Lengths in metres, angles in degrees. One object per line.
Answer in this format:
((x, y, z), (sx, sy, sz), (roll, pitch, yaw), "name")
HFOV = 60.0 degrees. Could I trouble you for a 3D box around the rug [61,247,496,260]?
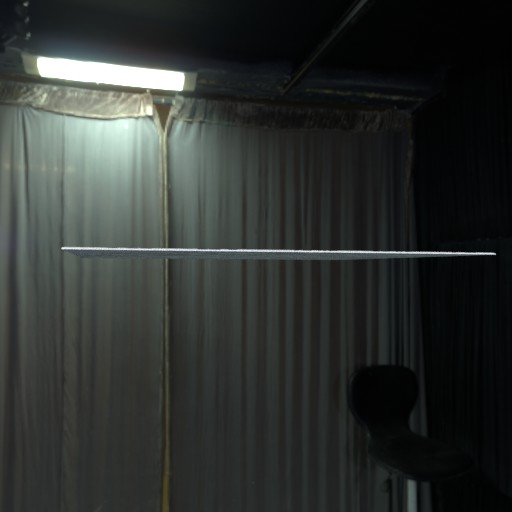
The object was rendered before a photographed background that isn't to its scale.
((0.000, 0.000, 4.016), (3.040, 0.014, 2.423), (1, -2, -19), "rug")
